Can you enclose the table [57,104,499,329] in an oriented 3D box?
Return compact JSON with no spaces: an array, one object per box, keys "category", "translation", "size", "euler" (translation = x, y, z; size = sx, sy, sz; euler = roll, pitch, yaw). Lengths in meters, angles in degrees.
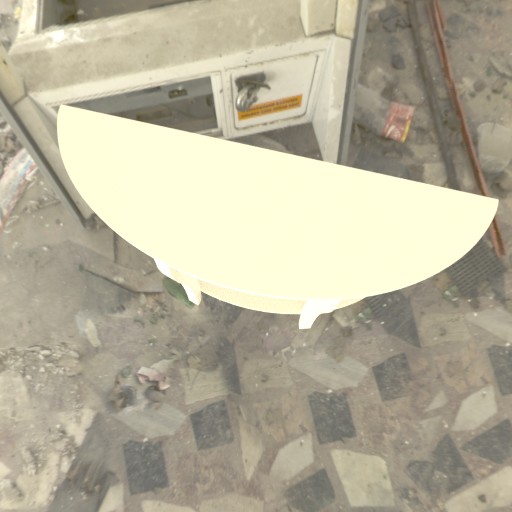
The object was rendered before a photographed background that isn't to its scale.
[{"category":"table","translation":[0.000,0.000,1.530],"size":[1.219,0.780,0.394],"euler":[13,75,4]}]
